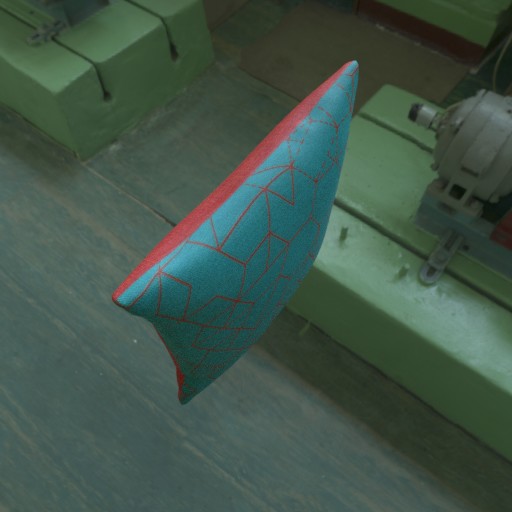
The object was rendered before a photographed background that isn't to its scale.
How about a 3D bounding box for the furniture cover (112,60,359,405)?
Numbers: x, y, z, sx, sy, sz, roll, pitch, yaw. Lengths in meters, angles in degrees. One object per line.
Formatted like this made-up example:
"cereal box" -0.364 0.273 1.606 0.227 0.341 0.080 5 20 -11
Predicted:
"furniture cover" 0.000 0.000 0.801 0.158 0.508 0.517 33 65 18
